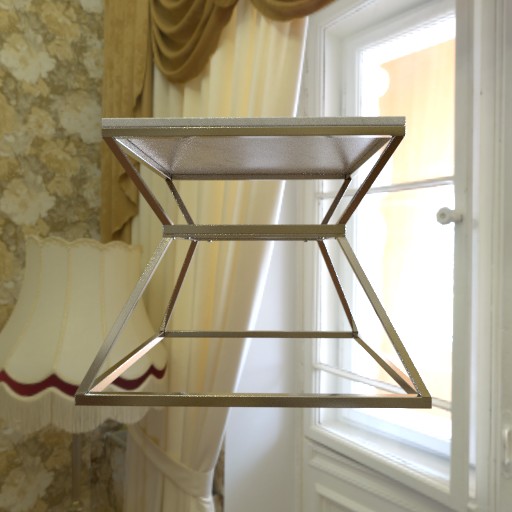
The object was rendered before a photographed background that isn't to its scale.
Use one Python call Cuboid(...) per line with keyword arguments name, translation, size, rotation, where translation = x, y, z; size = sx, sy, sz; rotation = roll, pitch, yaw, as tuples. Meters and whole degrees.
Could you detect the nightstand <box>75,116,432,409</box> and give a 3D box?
Cuboid(name="nightstand", translation=(0.000, 0.000, 0.889), size=(0.513, 0.426, 0.514), rotation=(0, 1, 1))
